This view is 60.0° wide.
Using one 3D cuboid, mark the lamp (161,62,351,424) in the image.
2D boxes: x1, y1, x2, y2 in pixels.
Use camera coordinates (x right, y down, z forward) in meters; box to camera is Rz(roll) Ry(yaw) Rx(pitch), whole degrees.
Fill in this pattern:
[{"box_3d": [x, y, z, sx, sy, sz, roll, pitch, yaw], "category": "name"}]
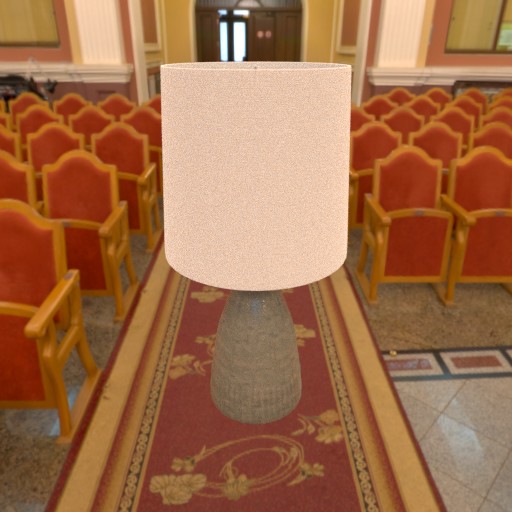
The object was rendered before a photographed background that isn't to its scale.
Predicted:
[{"box_3d": [0.000, 0.000, 0.466, 0.186, 0.369, 0.186, 0, 25, 0], "category": "lamp"}]
